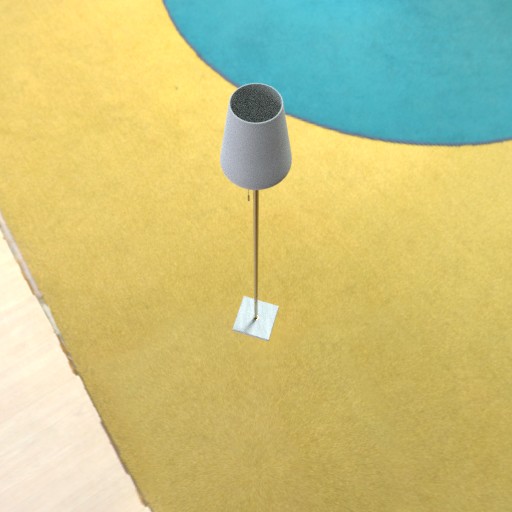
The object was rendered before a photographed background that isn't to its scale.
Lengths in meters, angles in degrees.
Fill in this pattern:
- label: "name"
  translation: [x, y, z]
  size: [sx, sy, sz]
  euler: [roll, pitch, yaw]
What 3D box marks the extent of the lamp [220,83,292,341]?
- label: "lamp"
  translation: [0.000, 0.000, 1.959]
  size: [0.232, 1.813, 0.229]
  euler: [15, 65, 7]
